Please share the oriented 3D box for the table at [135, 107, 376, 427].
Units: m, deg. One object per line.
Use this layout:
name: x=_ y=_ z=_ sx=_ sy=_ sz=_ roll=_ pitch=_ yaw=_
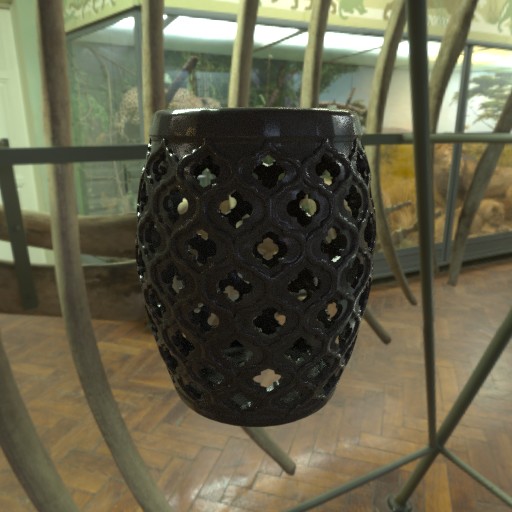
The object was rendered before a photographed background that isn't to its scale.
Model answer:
table: x=0.000 y=0.000 z=0.625 sx=0.325 sy=0.388 sz=0.325 roll=0 pitch=16 yaw=0
